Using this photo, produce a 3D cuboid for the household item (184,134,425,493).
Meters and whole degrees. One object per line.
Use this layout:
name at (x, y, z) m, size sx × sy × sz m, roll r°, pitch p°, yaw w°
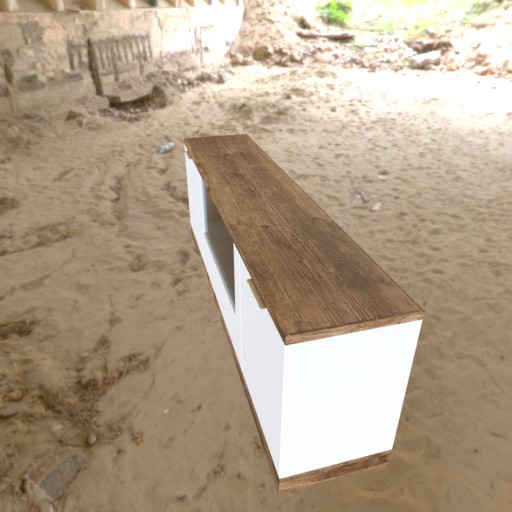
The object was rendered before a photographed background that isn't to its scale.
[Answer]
household item at (0.000, 0.000, 1.986) m, size 0.390 × 0.615 × 1.800 m, roll -8°, pitch 31°, yaw -13°
